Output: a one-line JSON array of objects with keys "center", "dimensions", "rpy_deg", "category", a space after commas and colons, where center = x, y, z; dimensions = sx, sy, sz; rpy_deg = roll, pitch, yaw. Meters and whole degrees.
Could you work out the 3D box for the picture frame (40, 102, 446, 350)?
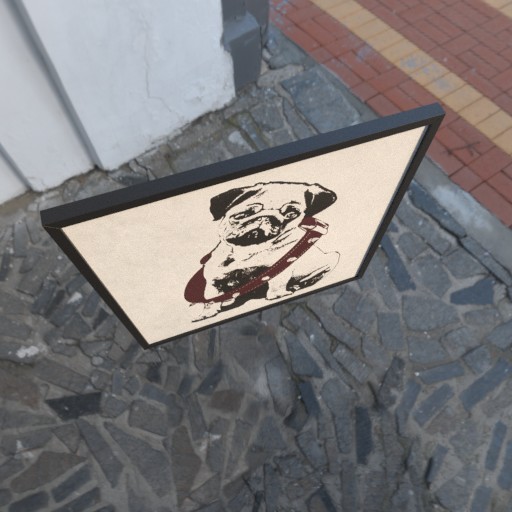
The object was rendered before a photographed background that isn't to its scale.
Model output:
[{"center": [0.000, 0.000, 1.155], "dimensions": [0.775, 0.775, 0.032], "rpy_deg": [-17, 64, -9], "category": "picture frame"}]
